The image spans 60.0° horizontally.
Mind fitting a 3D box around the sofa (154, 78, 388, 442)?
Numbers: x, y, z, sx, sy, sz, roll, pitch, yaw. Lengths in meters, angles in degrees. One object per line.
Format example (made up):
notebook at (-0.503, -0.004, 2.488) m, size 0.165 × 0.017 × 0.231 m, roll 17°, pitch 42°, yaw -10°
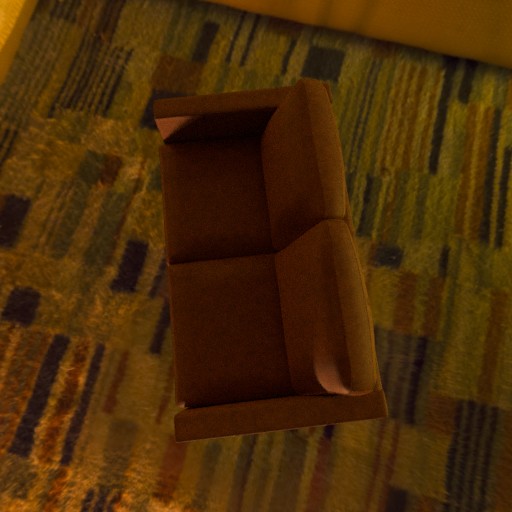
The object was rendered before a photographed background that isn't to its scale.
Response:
sofa at (0.000, 0.000, 2.184) m, size 0.909 × 0.951 × 1.578 m, roll -6°, pitch 76°, yaw -2°
